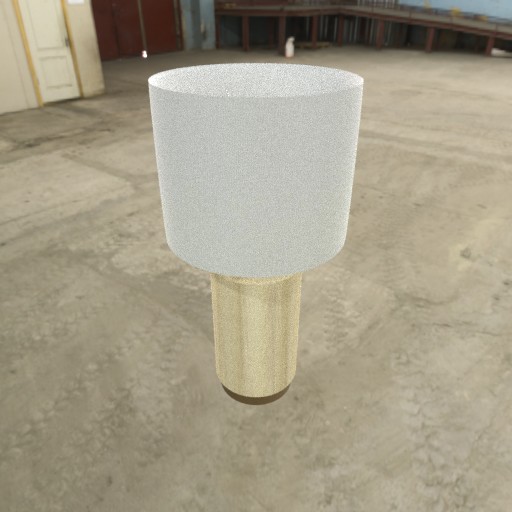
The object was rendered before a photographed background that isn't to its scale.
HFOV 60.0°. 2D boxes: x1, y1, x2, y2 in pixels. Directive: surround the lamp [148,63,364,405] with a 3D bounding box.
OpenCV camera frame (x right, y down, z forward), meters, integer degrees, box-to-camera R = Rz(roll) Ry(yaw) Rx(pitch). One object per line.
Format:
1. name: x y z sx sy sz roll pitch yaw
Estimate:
1. lamp: 0.000 0.000 0.586 0.228 0.444 0.228 -11 32 -18
